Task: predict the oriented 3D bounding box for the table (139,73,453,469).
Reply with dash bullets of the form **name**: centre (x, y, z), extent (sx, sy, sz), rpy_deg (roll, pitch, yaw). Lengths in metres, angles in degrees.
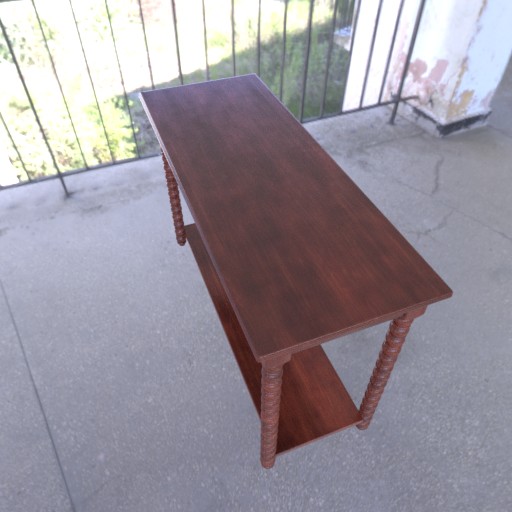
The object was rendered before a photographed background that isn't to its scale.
- **table**: centre (0.000, 0.000, 1.533), extent (0.459, 0.740, 1.184), rpy_deg (-15, 47, -15)
